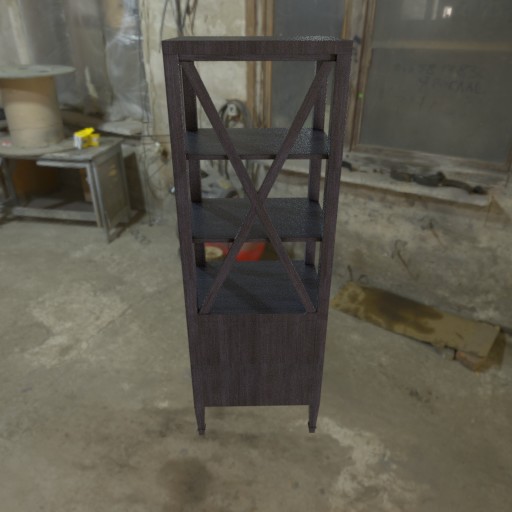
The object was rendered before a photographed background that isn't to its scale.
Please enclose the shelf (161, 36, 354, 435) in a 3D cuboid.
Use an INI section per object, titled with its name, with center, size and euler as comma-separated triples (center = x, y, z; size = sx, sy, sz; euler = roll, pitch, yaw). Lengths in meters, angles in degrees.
[shelf]
center = 0.000, 0.000, 1.956
size = 0.584, 1.727, 0.472
euler = -1, 28, -1
